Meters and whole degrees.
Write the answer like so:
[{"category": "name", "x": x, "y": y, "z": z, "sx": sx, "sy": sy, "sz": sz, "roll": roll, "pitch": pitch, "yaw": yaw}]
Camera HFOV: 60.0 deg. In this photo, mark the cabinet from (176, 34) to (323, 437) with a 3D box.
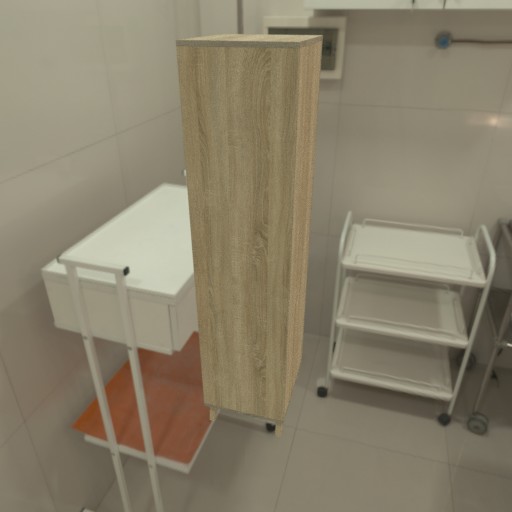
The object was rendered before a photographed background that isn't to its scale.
[{"category": "cabinet", "x": 0.000, "y": 0.000, "z": 2.214, "sx": 0.450, "sy": 1.960, "sz": 0.510, "roll": 8, "pitch": 30, "yaw": 14}]
